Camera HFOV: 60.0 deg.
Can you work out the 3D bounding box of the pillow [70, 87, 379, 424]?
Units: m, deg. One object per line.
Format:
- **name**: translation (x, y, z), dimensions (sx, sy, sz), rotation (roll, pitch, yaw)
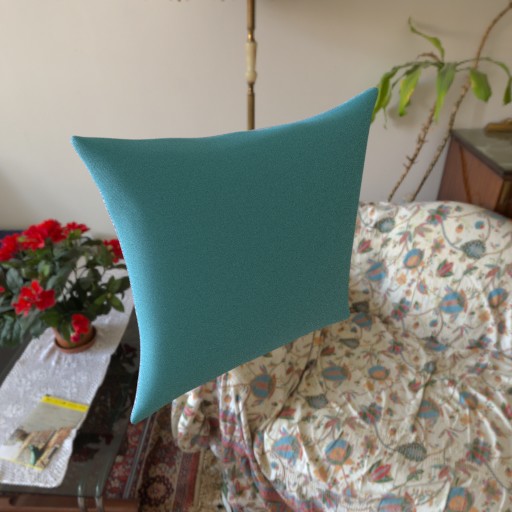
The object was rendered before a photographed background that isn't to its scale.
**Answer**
- **pillow**: translation (0.000, 0.000, 0.755), dimensions (0.514, 0.497, 0.150), rotation (-19, 36, -29)
